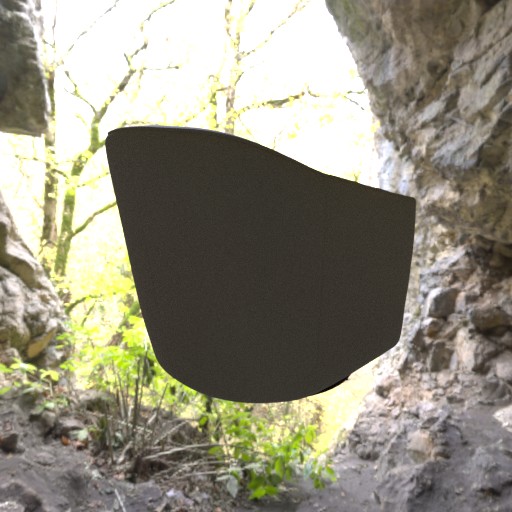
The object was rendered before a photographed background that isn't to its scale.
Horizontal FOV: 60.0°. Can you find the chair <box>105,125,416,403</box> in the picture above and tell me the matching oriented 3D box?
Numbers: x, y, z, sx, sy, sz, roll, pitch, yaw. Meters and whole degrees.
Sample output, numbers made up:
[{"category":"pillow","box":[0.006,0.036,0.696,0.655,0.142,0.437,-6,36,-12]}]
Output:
[{"category":"chair","box":[0.000,0.000,1.457,0.875,0.799,0.747,-13,19,-43]}]
